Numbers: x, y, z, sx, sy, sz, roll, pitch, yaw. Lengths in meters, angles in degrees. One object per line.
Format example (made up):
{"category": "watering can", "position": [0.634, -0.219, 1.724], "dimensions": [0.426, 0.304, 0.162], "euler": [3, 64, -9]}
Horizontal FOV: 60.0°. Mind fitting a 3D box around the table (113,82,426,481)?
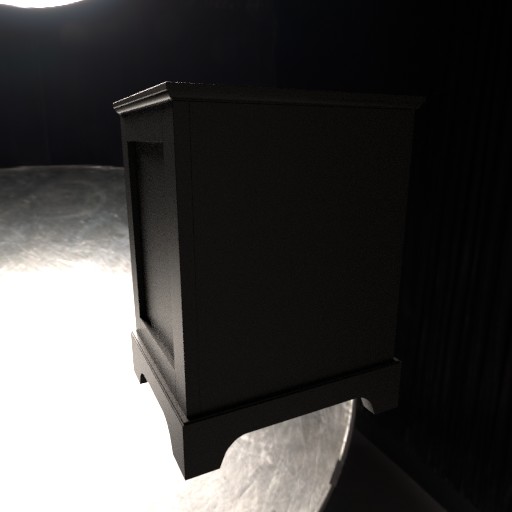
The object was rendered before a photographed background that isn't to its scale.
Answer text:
{"category": "table", "position": [0.000, 0.000, 0.916], "dimensions": [0.460, 0.610, 0.399], "euler": [-7, 16, -26]}
